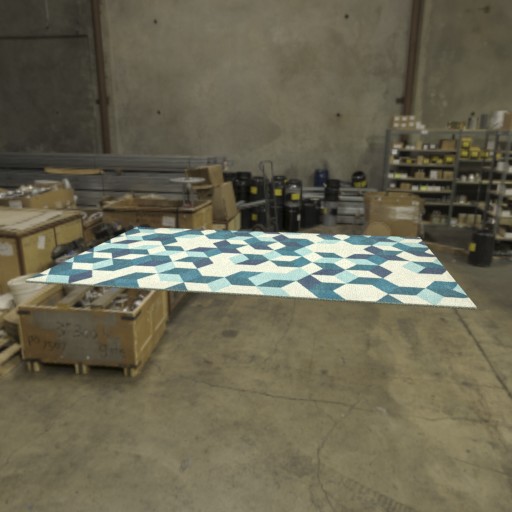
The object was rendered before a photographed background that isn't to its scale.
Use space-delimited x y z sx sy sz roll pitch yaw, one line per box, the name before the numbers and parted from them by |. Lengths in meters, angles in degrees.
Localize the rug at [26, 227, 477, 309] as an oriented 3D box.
rug | 0.000 0.000 3.073 2.438 0.015 1.518 3 16 9
